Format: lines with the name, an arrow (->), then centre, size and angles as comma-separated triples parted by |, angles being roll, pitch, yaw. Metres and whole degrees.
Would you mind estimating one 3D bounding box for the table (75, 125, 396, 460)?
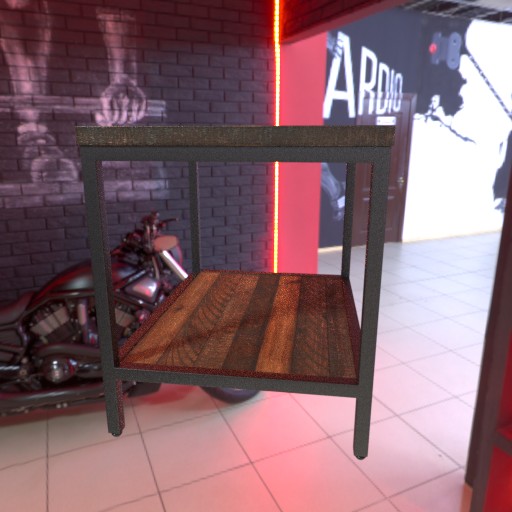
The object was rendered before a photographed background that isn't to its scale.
table -> 0.000, 0.000, 1.113 | 0.524, 0.612, 0.678 | 2, 15, 8
